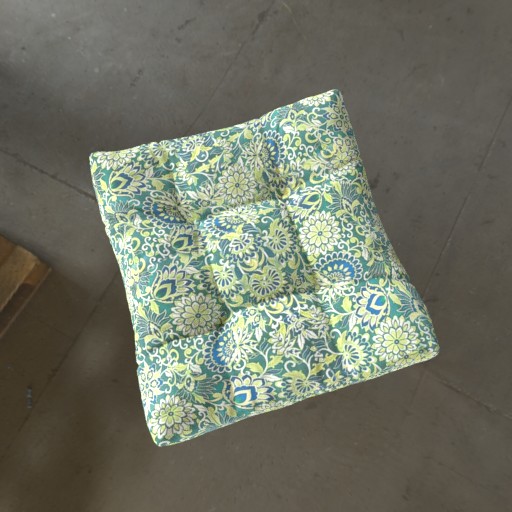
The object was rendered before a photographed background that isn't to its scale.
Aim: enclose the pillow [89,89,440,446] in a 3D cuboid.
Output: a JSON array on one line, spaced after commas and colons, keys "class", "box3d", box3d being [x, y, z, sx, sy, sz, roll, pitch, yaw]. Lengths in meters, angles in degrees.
[{"class": "pillow", "box3d": [0.000, 0.000, 0.746, 0.468, 0.128, 0.490, -16, 76, -4]}]
